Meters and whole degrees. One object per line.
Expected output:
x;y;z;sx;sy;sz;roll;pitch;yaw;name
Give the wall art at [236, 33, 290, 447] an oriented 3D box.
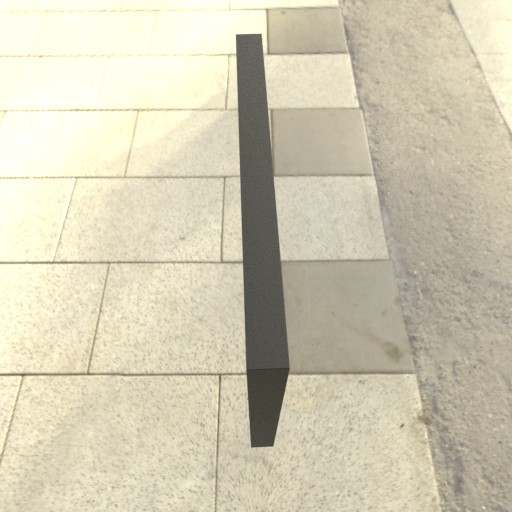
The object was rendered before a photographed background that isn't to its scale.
0.000;0.000;0.536;0.029;0.330;0.381;-2;58;-1;wall art
